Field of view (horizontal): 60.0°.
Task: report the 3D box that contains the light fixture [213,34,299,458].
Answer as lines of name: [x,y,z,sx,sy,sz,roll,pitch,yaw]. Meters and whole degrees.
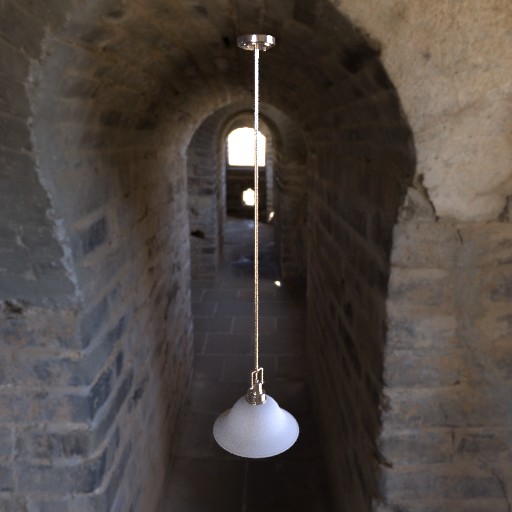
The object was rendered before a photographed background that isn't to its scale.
light fixture: [0.000,0.000,1.508,0.324,1.354,0.324,14,21,43]
